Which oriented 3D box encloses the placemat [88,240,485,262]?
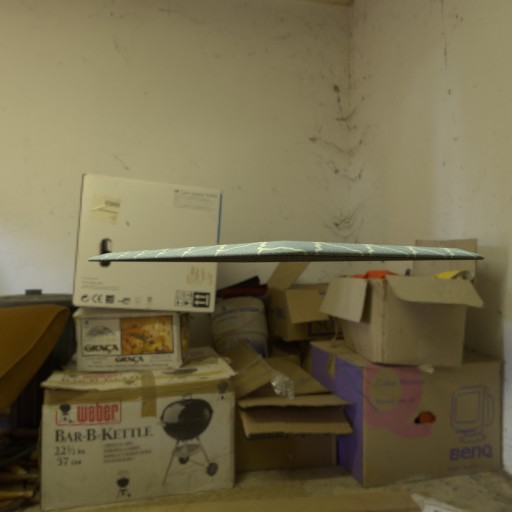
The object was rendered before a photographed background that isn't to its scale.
[{"bbox_3d":[0.000,0.000,0.960,0.508,0.021,0.762,1,-2,-37],"label":"placemat"}]
